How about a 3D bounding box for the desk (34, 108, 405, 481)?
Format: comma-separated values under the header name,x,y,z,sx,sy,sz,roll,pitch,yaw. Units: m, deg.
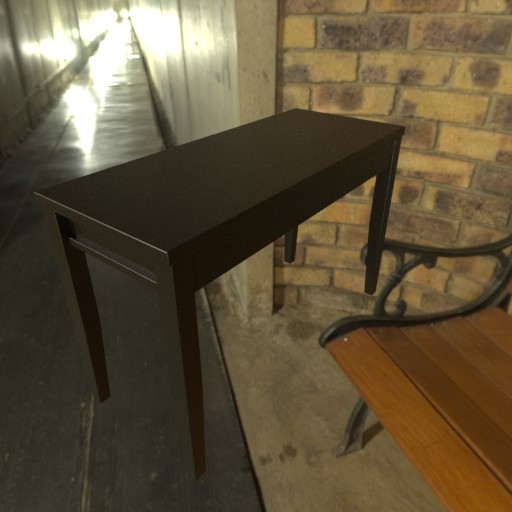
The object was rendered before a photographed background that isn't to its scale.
name,x,y,z,sx,sy,sz,roll,pitch,yaw
desk,0.000,0.000,1.622,0.508,0.775,1.220,22,37,32
